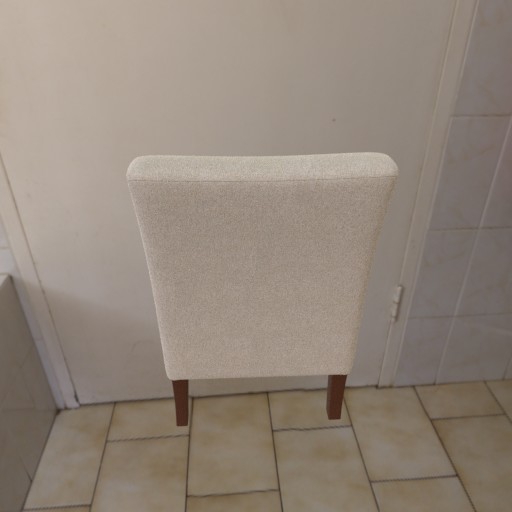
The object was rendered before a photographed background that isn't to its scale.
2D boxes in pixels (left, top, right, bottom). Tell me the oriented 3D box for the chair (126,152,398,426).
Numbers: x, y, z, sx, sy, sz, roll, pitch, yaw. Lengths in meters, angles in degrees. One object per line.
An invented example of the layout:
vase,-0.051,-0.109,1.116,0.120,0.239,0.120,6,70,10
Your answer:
chair,0.000,0.000,1.337,0.521,0.833,0.754,-1,31,-2
